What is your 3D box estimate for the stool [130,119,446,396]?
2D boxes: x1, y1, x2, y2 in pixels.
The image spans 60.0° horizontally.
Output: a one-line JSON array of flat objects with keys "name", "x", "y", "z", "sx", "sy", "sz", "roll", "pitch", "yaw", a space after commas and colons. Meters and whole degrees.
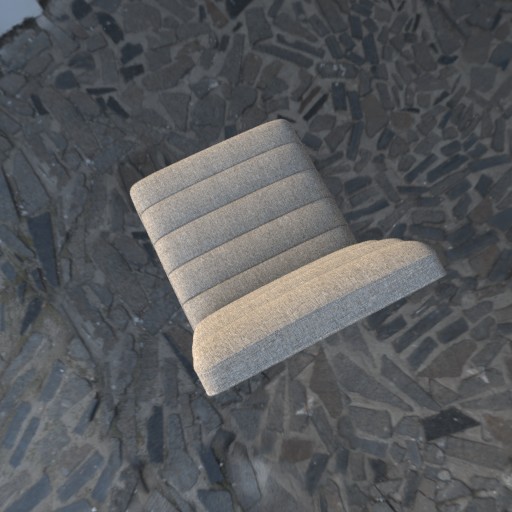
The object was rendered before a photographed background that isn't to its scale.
[{"name": "stool", "x": 0.000, "y": 0.000, "z": 1.216, "sx": 0.460, "sy": 0.940, "sz": 0.560, "roll": -26, "pitch": 77, "yaw": -7}]
